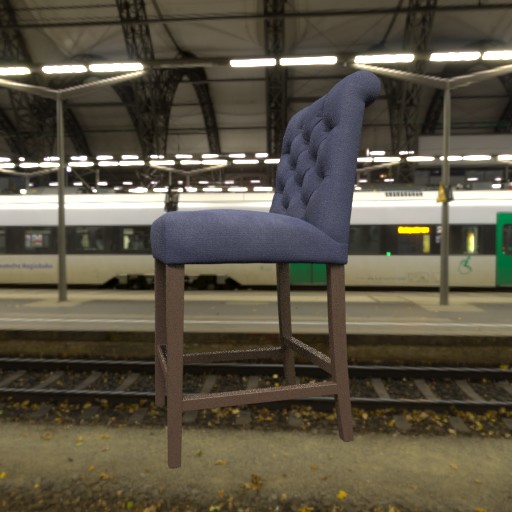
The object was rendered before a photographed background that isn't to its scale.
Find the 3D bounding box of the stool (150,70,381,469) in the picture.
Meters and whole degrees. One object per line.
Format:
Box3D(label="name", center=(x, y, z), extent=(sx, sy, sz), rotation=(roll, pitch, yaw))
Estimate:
Box3D(label="stool", center=(0.000, 0.000, 1.345), extent=(0.601, 1.010, 0.493), rotation=(-1, 2, -17))
